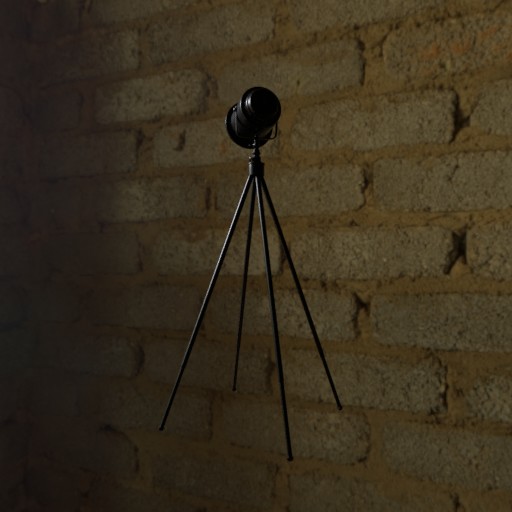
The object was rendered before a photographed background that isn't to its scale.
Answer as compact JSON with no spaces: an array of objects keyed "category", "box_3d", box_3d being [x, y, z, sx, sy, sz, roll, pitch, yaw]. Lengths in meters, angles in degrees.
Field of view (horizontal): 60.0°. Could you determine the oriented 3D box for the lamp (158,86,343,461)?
[{"category":"lamp","box_3d":[0.000,0.000,2.032,0.879,1.504,0.884,0,0,-17]}]
